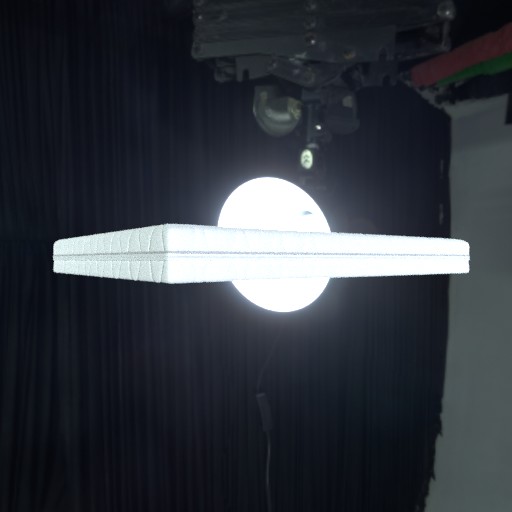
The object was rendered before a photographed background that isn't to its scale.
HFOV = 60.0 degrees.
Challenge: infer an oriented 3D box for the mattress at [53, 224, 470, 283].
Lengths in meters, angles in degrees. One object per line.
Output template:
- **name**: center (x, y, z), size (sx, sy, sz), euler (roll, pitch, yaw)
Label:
- **mattress**: center (0.000, 0.000, 2.627), size (1.900, 0.200, 1.600), euler (0, -1, -37)
